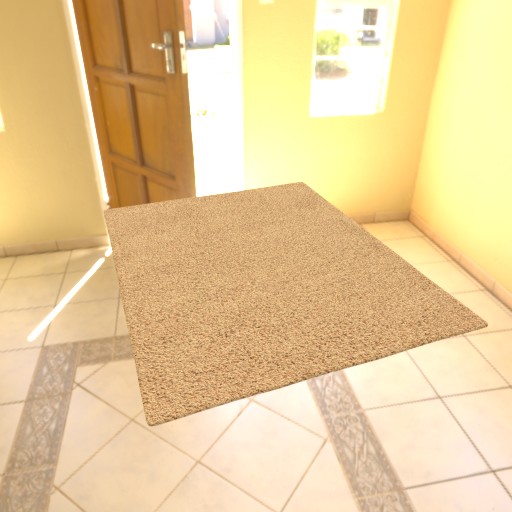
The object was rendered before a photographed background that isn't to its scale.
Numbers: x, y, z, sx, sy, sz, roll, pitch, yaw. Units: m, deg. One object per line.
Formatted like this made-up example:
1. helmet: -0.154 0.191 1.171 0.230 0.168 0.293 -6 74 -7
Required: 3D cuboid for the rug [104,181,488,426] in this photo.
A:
1. rug: 0.000 0.000 4.034 2.438 0.029 3.047 -11 32 -18
